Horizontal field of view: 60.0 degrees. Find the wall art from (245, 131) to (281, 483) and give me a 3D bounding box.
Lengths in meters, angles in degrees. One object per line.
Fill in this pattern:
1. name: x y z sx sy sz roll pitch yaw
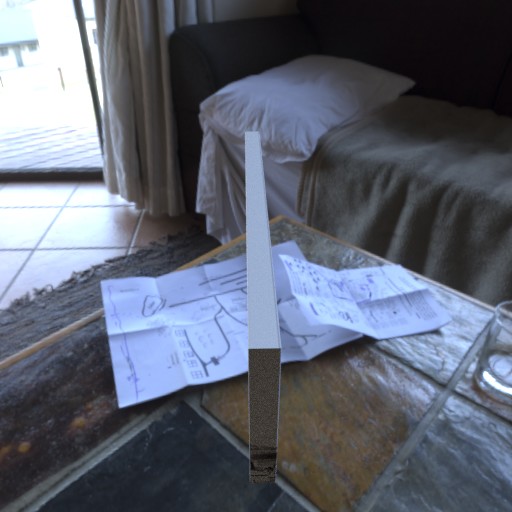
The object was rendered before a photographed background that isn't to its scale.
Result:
1. wall art: 0.000 0.000 0.868 0.036 0.256 0.766 -1 33 -1
